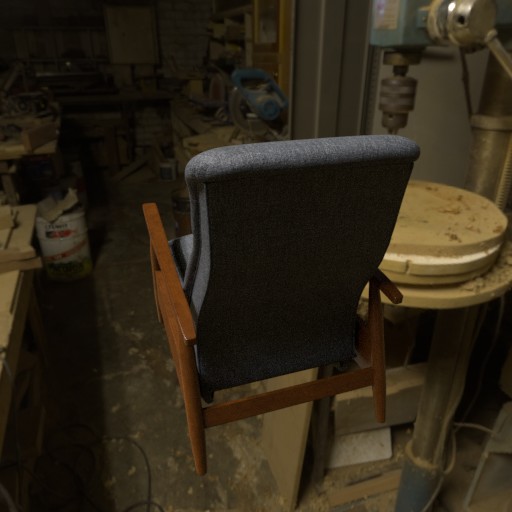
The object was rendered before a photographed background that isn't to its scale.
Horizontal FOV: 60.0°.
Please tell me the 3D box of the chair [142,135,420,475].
[{"bbox_3d":[0.000,0.000,1.758,0.762,1.082,1.030,-9,28,-17],"label":"chair"}]
